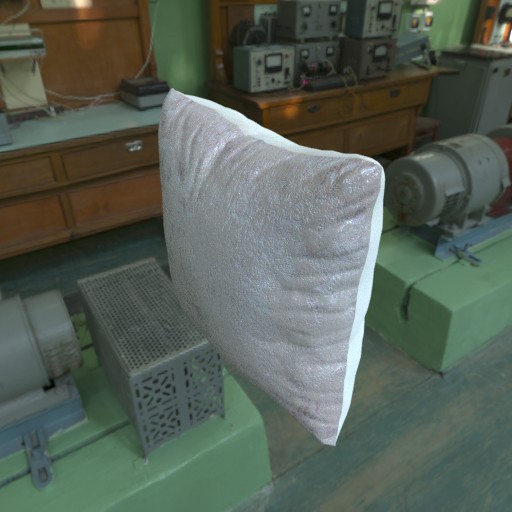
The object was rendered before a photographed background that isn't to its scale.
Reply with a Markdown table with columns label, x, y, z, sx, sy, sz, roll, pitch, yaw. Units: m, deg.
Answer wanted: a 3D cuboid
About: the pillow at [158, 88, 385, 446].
| label | x | y | z | sx | sy | sz | roll | pitch | yaw |
| --- | --- | --- | --- | --- | --- | --- | --- | --- | --- |
| pillow | 0.000 | 0.000 | 0.711 | 0.245 | 0.448 | 0.450 | -21 | 38 | -29 |
